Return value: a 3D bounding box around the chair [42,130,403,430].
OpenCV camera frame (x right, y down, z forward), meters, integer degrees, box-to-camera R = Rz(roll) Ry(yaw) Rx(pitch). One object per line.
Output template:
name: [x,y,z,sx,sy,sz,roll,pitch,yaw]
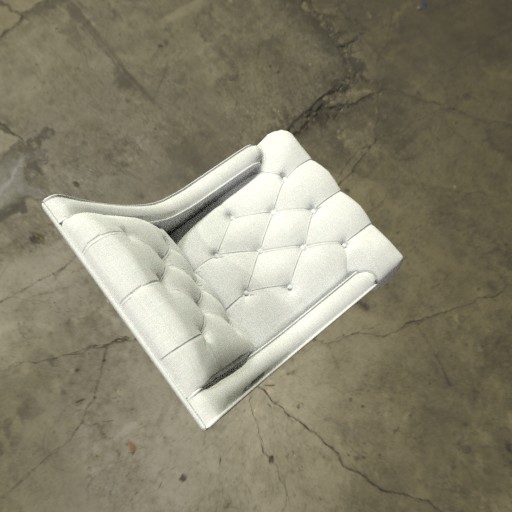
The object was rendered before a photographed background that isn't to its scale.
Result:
chair: [0.000,0.000,1.425,0.772,0.891,0.658,-38,78,-10]
